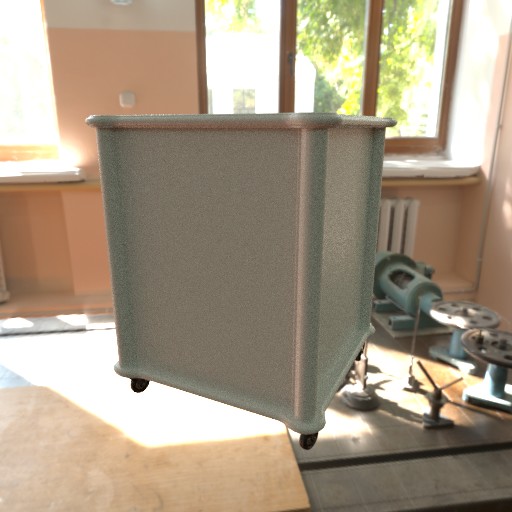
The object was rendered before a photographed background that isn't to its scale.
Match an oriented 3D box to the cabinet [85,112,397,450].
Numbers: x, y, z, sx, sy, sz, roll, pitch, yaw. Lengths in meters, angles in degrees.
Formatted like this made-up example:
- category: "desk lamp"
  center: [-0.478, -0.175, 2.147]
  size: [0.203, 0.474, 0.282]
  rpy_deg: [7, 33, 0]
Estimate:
- category: "cabinet"
  center: [0.000, 0.000, 1.268]
  size: [0.628, 0.761, 0.627]
  rpy_deg: [8, 18, 26]
